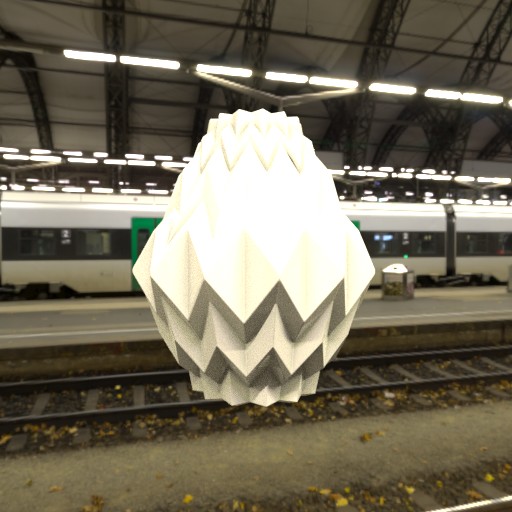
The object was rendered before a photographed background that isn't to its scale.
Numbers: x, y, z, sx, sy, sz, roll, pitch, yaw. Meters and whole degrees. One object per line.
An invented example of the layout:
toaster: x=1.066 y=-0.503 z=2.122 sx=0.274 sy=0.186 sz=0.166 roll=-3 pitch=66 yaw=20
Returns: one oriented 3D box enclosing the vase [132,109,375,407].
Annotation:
vase: x=0.000 y=0.000 z=0.308 sx=0.164 sy=0.185 sz=0.164 roll=0 pitch=1 yaw=0
